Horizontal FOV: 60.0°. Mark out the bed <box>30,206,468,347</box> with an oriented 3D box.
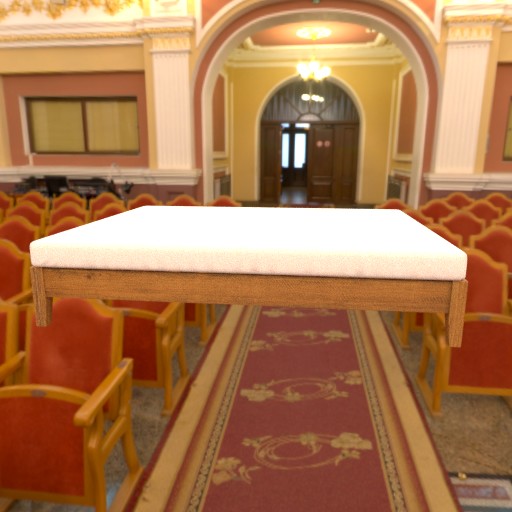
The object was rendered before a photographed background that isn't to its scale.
[{"bbox_3d":[0.000,0.000,2.762,2.016,0.431,1.536,2,13,7],"label":"bed"}]
